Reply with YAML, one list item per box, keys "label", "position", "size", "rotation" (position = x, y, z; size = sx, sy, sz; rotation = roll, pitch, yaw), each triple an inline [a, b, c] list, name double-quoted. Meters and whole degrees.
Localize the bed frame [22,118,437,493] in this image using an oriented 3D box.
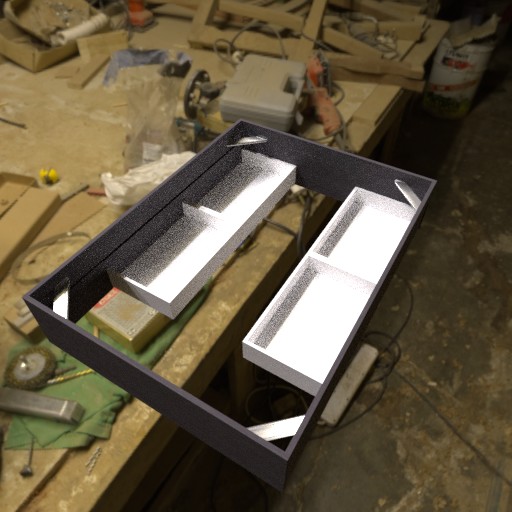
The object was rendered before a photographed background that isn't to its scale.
- label: "bed frame"
  position: [0.000, 0.000, 2.578]
  size: [1.448, 0.459, 1.944]
  rotation: [24, 51, 21]
